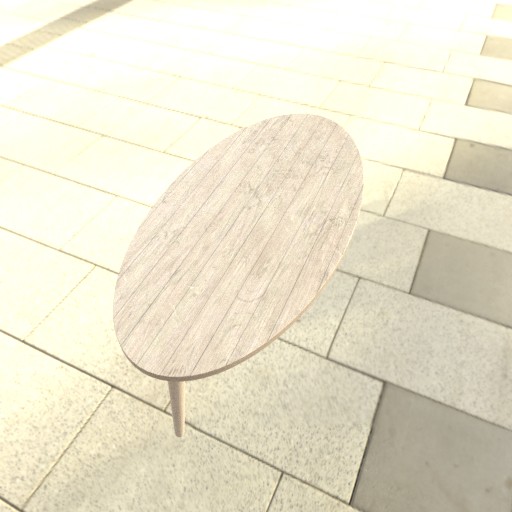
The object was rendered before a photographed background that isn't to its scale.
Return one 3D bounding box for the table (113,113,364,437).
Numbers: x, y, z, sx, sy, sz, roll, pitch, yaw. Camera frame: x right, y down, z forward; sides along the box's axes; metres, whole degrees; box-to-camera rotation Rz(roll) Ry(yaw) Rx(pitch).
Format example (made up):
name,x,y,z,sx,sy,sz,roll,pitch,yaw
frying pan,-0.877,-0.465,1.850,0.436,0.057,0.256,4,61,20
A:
name,x,y,z,sx,sy,sz,roll,pitch,yaw
table,0.000,0.000,1.365,0.542,0.390,1.083,18,49,16
